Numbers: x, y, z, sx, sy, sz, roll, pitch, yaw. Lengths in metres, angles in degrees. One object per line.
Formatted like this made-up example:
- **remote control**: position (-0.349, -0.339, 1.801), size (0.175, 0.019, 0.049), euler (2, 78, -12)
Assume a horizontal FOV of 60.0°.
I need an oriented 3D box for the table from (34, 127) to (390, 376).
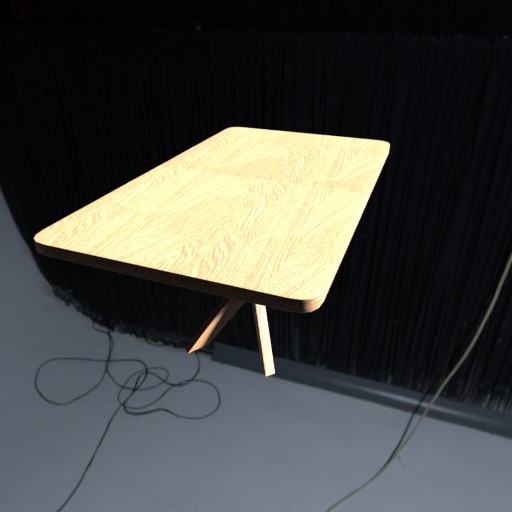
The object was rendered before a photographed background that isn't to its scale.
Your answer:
- **table**: position (0.000, 0.000, 2.089), size (0.950, 0.770, 1.600), euler (11, 31, 18)
